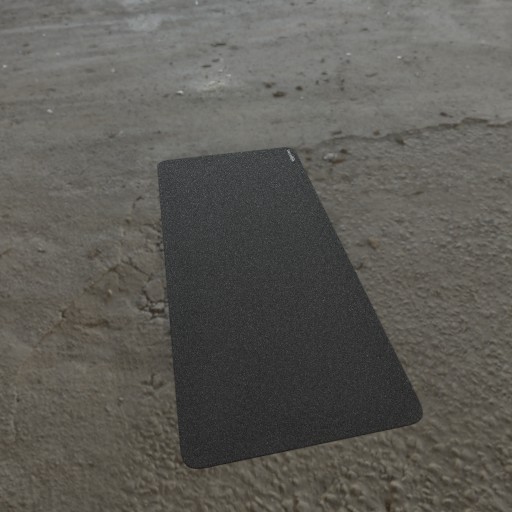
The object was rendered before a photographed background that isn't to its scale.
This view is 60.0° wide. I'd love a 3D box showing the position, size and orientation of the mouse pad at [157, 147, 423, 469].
[{"bbox_3d":[0.000,0.000,1.046,0.424,0.003,0.907,-8,46,-8],"label":"mouse pad"}]
